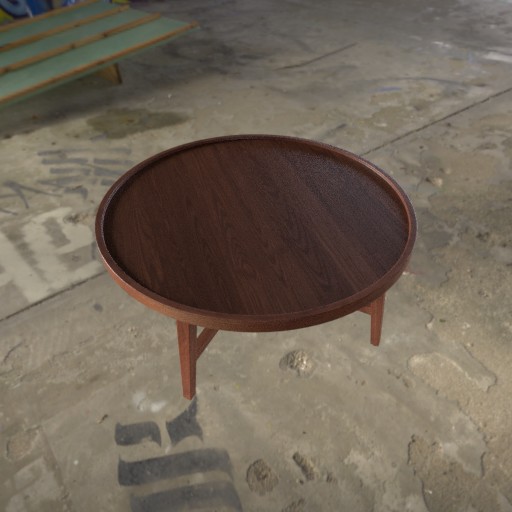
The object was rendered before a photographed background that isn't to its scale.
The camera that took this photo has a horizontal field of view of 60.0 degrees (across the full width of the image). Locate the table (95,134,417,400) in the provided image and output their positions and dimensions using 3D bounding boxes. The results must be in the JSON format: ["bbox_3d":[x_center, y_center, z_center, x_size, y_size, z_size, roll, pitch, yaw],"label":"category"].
[{"bbox_3d":[0.000,0.000,1.256,0.800,0.360,0.800,0,41,0],"label":"table"}]
